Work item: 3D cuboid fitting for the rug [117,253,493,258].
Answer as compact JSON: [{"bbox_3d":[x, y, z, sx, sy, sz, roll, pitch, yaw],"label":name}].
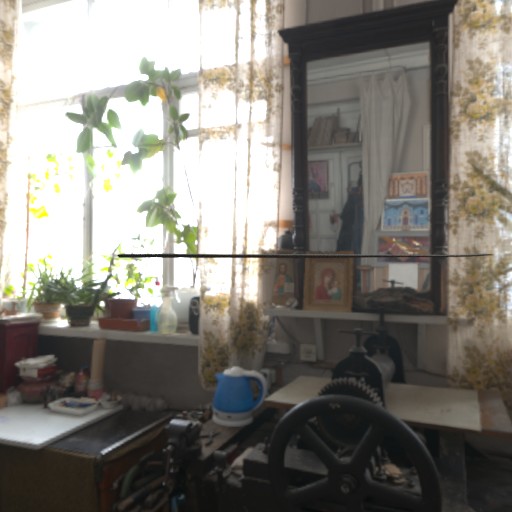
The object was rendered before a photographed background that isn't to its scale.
[{"bbox_3d":[0.000,0.000,3.946,2.343,0.026,2.925,0,0,-17],"label":"rug"}]
